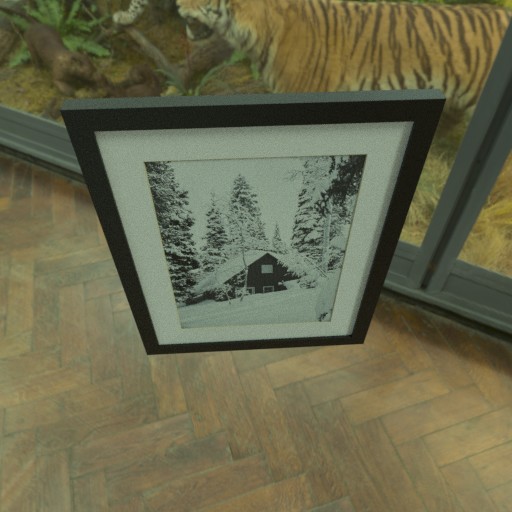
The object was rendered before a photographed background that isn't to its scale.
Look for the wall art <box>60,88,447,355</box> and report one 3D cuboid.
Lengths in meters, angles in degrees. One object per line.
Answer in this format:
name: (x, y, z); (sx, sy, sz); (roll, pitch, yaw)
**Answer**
wall art: (0.000, 0.000, 0.524); (0.325, 0.397, 0.018); (-2, 48, -2)
